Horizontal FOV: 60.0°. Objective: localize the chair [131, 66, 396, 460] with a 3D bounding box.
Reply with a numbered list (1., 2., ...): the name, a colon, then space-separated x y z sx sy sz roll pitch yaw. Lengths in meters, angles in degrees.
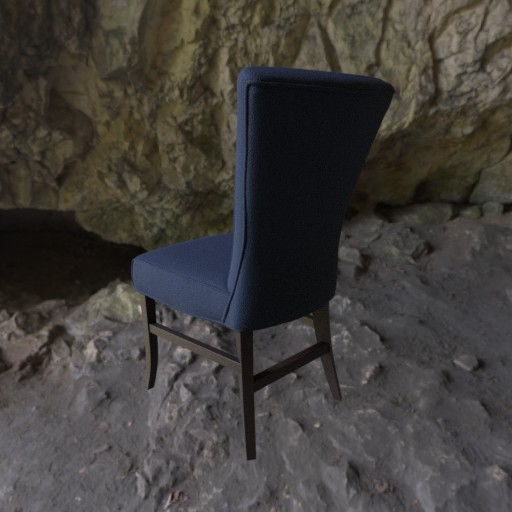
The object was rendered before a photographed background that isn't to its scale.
1. chair: 0.000 0.000 1.334 0.520 0.991 0.660 -15 23 -40
